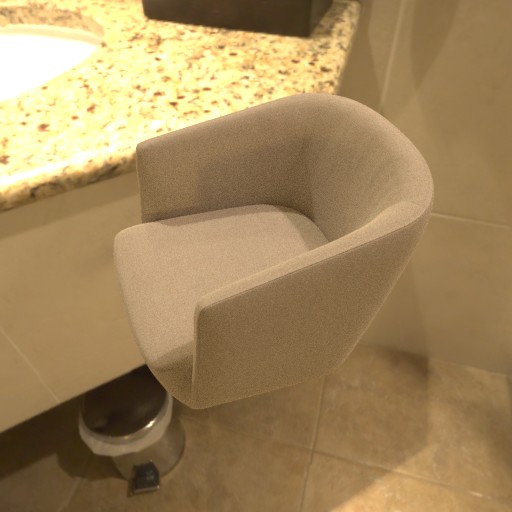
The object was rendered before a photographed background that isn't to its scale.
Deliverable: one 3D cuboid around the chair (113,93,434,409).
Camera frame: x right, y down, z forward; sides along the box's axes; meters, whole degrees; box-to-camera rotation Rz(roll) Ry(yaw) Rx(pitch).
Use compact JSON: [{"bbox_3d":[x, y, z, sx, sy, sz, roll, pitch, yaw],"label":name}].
[{"bbox_3d":[0.000,0.000,1.625,0.986,0.861,0.822,-16,49,-15],"label":"chair"}]
